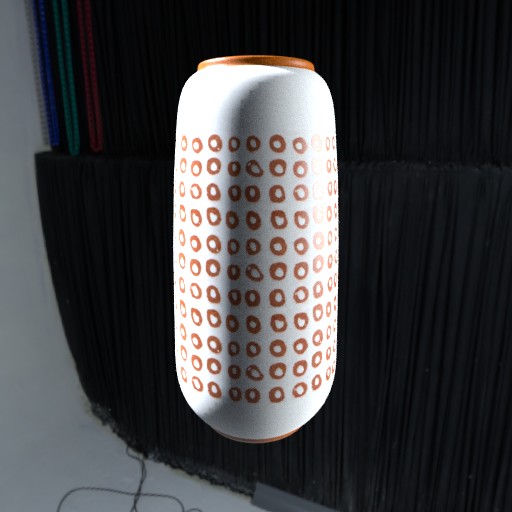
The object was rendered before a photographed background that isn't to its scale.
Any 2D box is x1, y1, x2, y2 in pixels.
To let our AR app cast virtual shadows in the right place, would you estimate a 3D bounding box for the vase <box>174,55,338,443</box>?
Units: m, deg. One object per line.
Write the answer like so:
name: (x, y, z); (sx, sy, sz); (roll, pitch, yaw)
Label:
vase: (0.000, 0.000, 0.353); (0.133, 0.282, 0.133); (0, 15, 0)
